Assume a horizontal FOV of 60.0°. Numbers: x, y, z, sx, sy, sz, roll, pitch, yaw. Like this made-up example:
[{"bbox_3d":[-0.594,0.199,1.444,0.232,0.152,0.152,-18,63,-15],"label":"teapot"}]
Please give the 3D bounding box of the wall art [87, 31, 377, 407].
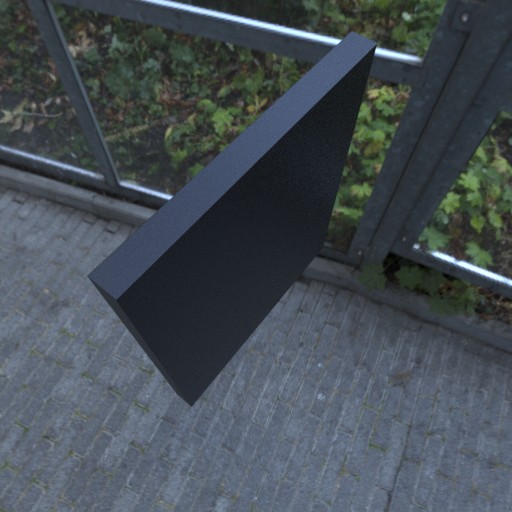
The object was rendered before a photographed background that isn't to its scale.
[{"bbox_3d":[0.000,0.000,0.517,0.028,0.380,0.325,35,67,17],"label":"wall art"}]
